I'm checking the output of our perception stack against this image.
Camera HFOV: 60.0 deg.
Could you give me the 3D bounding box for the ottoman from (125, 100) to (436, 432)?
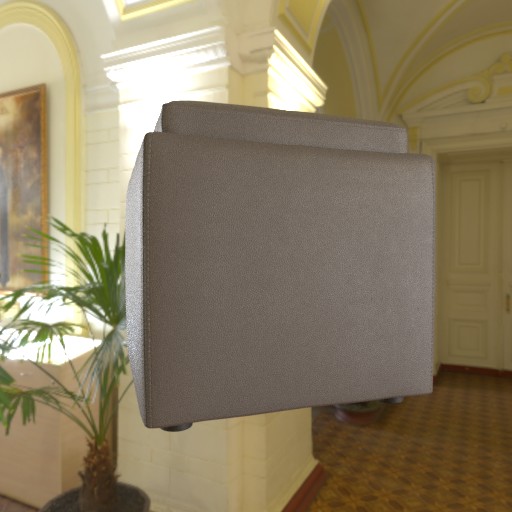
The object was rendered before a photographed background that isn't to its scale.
[{"bbox_3d":[0.000,0.000,0.817,0.451,0.460,0.450,0,1,-19],"label":"ottoman"}]
